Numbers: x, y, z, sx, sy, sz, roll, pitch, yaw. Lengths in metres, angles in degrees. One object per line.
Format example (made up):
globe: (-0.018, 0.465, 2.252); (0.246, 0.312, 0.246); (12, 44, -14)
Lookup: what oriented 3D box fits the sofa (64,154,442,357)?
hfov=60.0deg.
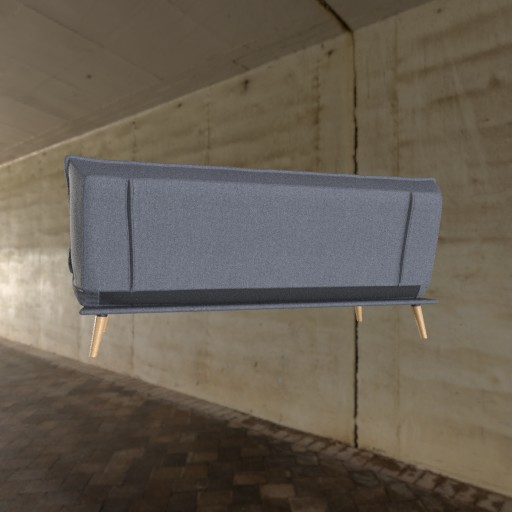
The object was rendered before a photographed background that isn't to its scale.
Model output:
sofa: (0.000, 0.000, 2.512); (1.940, 0.890, 0.950); (0, -1, -16)
